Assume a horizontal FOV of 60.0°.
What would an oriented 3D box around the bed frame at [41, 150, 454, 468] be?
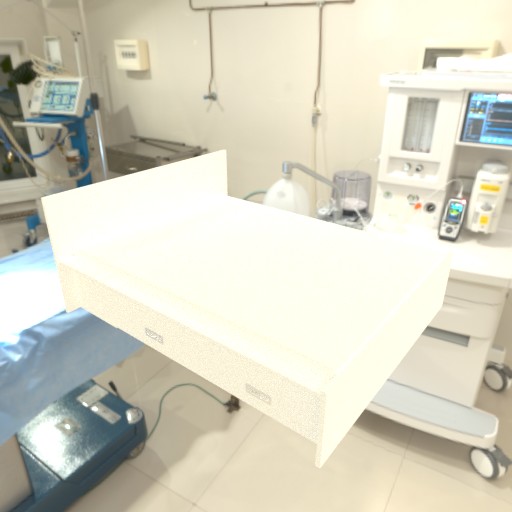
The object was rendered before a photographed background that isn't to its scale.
[{"bbox_3d":[0.000,0.000,2.824,1.960,0.800,1.622,19,32,34],"label":"bed frame"}]
